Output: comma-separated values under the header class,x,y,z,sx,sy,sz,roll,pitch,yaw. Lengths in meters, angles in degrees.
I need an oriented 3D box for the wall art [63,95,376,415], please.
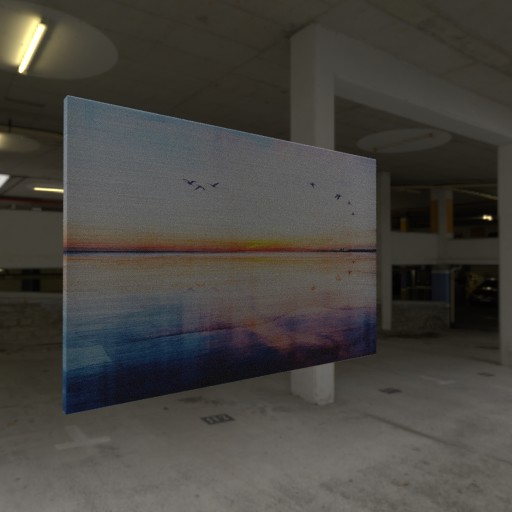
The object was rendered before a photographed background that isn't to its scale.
class,x,y,z,sx,sy,sz,roll,pitch,yaw
wall art,0.000,0.000,0.743,0.604,0.402,0.018,0,-1,-36
